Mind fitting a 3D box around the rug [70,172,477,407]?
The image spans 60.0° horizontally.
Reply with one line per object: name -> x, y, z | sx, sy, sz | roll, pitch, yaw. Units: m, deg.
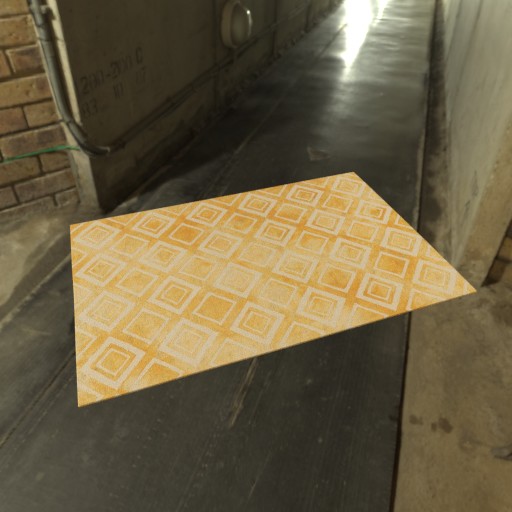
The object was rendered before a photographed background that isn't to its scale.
rug -> 0.000, 0.000, 2.320 | 1.829, 0.010, 1.213 | -13, 42, -15
